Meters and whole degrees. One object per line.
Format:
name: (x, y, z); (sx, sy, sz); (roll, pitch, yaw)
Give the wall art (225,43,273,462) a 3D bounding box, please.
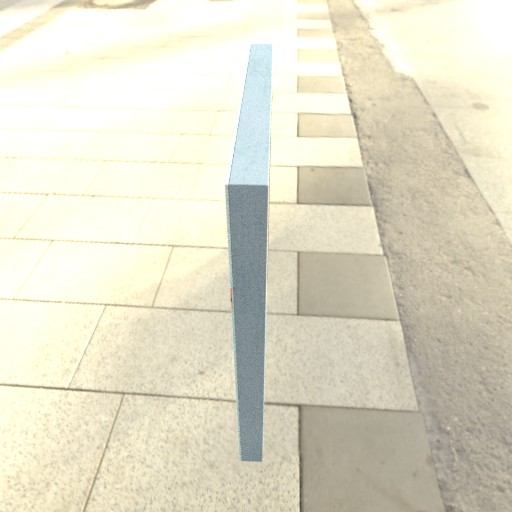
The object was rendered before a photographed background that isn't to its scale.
wall art: (0.000, 0.000, 0.691); (0.037, 0.509, 0.409); (1, 41, 2)
